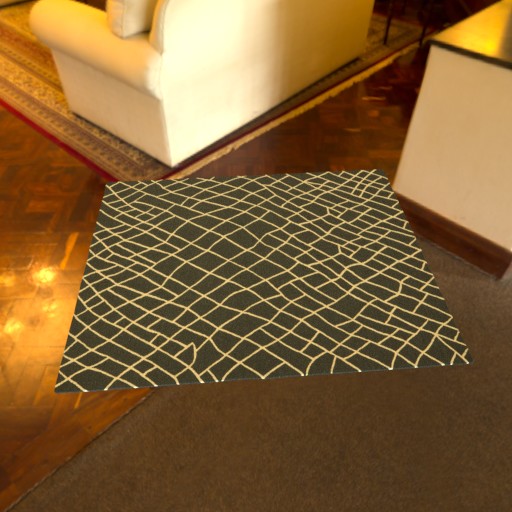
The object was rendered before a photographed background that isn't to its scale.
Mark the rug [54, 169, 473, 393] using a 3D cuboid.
[{"bbox_3d":[0.000,0.000,4.027,3.047,0.022,2.439,-3,46,-3],"label":"rug"}]
